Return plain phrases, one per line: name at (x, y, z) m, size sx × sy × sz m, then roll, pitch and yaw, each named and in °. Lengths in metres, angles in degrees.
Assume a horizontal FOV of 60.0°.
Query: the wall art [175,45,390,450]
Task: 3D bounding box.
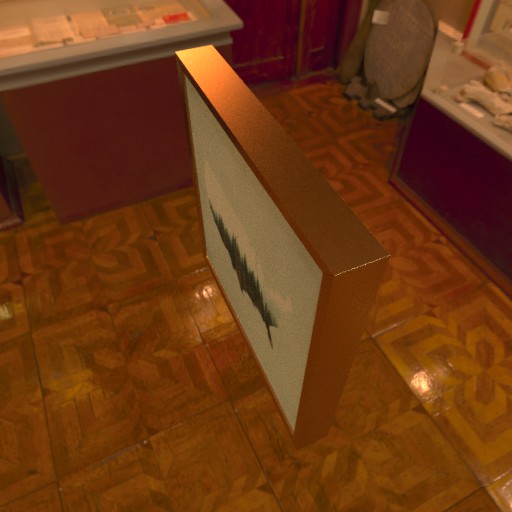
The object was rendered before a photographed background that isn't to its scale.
wall art at (0.000, 0.000, 0.461) m, size 0.038 × 0.304 × 0.304 m, roll -18°, pitch 52°, yaw -15°
